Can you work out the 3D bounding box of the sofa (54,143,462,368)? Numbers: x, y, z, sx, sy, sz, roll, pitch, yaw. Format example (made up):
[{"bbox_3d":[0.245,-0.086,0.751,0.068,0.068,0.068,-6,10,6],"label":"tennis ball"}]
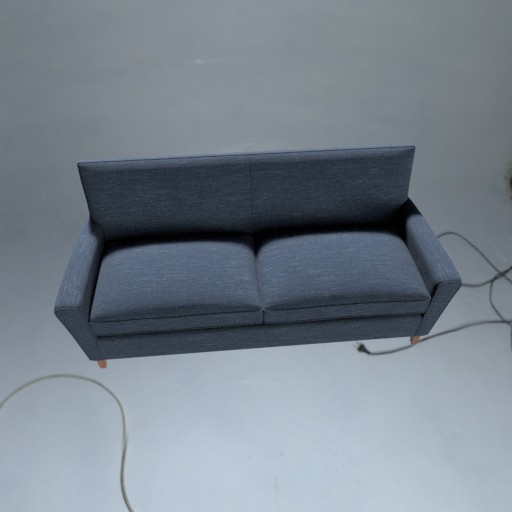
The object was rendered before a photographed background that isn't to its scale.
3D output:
[{"bbox_3d":[0.000,0.000,2.529,1.976,0.846,0.875,-4,48,-3],"label":"sofa"}]
